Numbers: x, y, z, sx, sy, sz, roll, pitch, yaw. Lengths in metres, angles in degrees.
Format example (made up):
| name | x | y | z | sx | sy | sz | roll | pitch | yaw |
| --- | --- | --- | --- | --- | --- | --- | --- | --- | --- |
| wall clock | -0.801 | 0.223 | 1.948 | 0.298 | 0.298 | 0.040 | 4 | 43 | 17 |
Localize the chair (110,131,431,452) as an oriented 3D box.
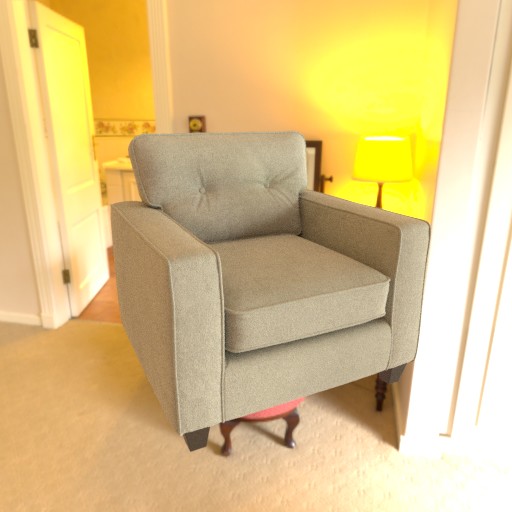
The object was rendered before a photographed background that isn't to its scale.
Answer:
| name | x | y | z | sx | sy | sz | roll | pitch | yaw |
| --- | --- | --- | --- | --- | --- | --- | --- | --- | --- |
| chair | 0.000 | 0.000 | 1.824 | 1.015 | 0.965 | 0.939 | -9 | 20 | -25 |
